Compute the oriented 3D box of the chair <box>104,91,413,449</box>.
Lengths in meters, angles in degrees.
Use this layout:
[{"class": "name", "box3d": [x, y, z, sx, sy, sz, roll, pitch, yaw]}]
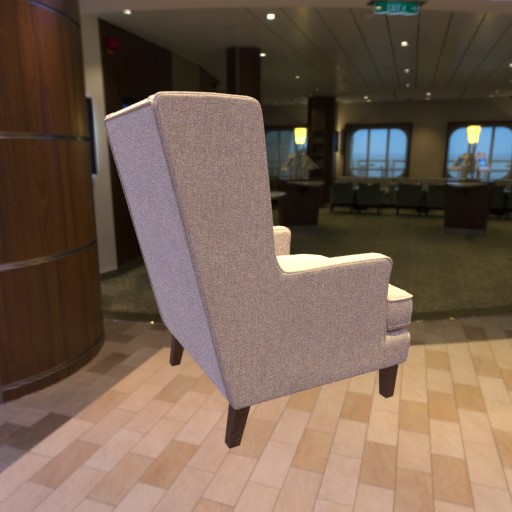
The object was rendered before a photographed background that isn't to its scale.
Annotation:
[{"class": "chair", "box3d": [0.000, 0.000, 1.720, 0.948, 1.082, 0.764, -7, 15, -26]}]
